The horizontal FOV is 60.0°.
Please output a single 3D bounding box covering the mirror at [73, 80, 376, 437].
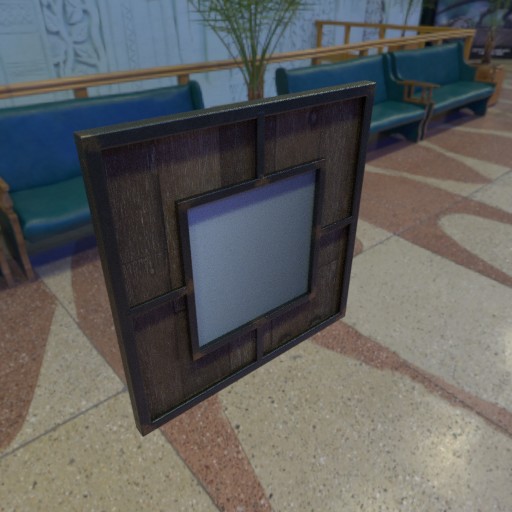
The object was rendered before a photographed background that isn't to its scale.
[{"bbox_3d":[0.000,0.000,0.568,0.382,0.381,0.020,-23,38,-33],"label":"mirror"}]
